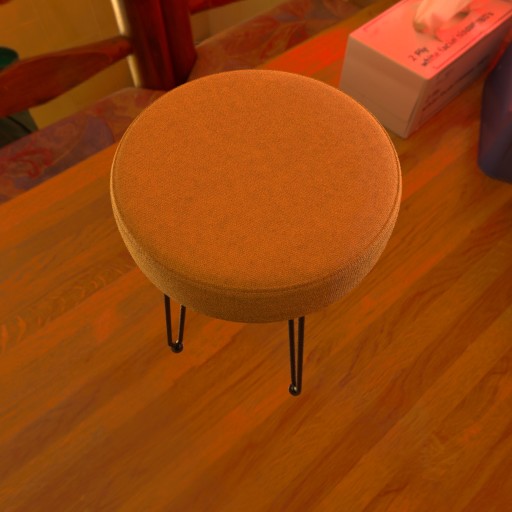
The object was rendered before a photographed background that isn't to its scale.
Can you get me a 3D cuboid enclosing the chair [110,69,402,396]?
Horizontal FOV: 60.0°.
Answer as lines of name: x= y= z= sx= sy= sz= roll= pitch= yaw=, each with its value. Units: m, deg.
chair: x=0.000 y=0.000 z=0.701 sx=0.345 sy=0.455 sz=0.345 roll=17 pitch=61 yaw=10
